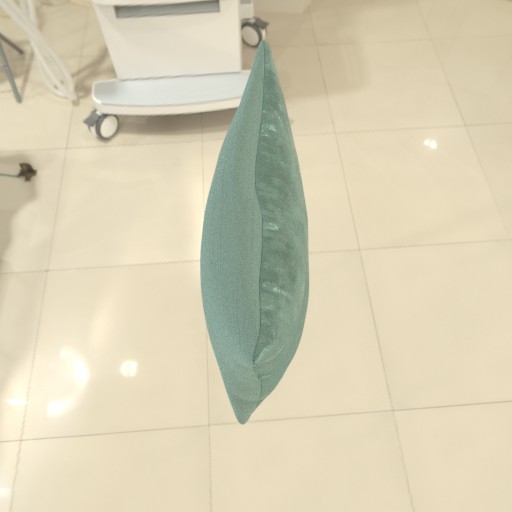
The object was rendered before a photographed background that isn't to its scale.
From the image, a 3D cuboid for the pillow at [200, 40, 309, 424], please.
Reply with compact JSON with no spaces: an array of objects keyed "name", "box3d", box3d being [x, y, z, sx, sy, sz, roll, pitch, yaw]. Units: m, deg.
[{"name":"pillow","box3d":[0.000,0.000,0.727,0.175,0.464,0.470,2,63,1]}]
